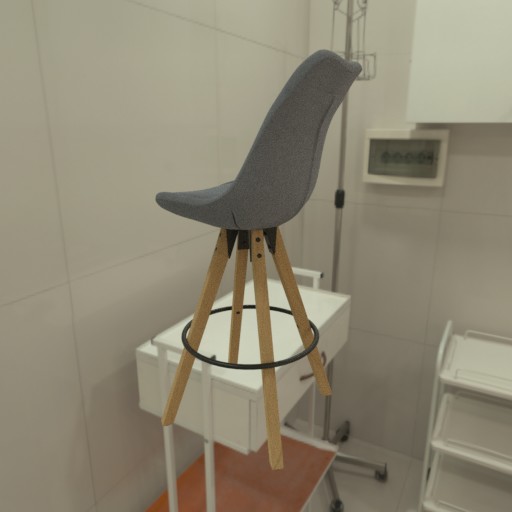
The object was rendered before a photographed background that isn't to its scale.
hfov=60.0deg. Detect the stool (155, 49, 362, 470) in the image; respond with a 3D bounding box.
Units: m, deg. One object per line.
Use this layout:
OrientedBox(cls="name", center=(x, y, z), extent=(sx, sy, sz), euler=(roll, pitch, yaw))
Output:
OrientedBox(cls="stool", center=(0.000, 0.000, 1.386), extent=(0.550, 1.115, 0.485), euler=(9, 19, 27))
